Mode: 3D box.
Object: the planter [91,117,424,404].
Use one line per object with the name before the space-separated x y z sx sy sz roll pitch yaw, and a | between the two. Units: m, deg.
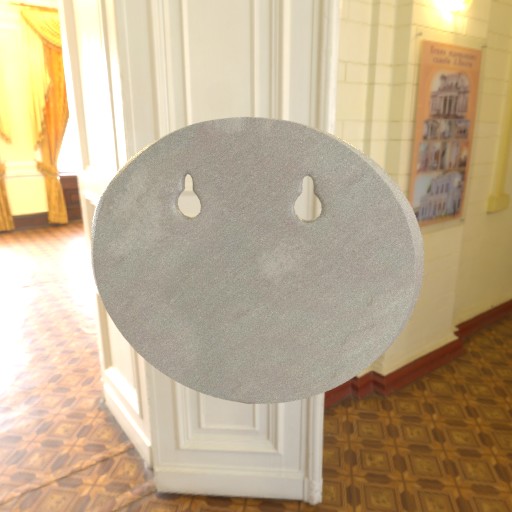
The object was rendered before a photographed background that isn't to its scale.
planter | 0.000 0.000 0.276 0.190 0.164 0.073 2 16 8
